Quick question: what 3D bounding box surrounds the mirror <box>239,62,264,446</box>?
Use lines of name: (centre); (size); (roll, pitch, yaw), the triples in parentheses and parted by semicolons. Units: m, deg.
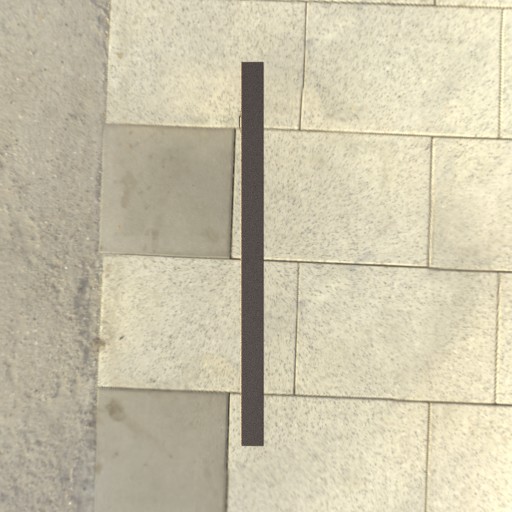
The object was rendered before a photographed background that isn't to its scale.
mirror: (0.000, 0.000, 1.159); (0.041, 0.915, 0.609); (0, 89, 1)
